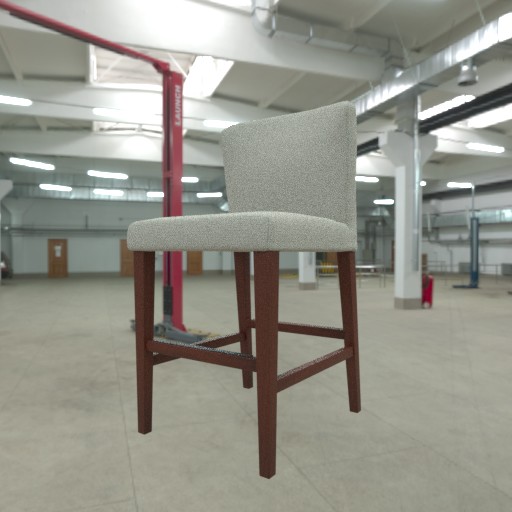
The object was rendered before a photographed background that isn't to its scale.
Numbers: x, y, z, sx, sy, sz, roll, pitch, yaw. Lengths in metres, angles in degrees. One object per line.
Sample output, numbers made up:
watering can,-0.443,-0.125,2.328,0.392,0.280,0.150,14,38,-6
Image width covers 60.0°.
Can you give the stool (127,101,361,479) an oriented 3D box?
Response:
stool,0.000,0.000,1.297,0.481,0.969,0.568,0,1,35
